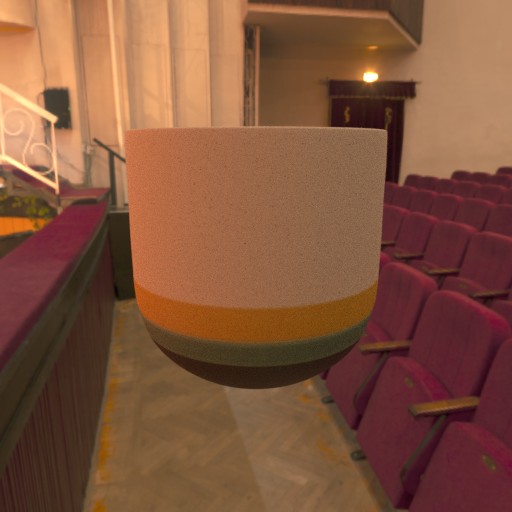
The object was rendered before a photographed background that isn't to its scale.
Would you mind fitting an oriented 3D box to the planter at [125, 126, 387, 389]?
[{"bbox_3d":[0.000,0.000,0.499,0.268,0.270,0.268,0,14,0],"label":"planter"}]
